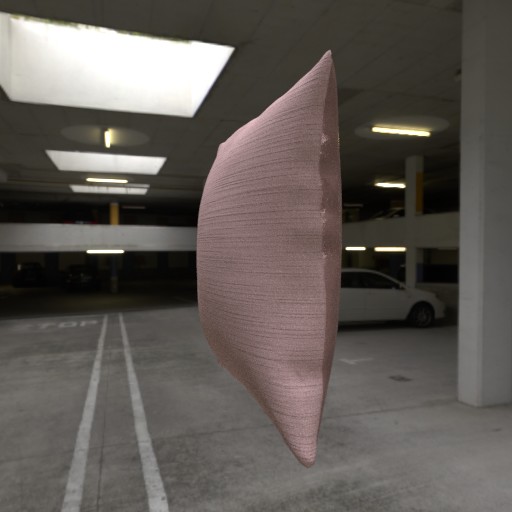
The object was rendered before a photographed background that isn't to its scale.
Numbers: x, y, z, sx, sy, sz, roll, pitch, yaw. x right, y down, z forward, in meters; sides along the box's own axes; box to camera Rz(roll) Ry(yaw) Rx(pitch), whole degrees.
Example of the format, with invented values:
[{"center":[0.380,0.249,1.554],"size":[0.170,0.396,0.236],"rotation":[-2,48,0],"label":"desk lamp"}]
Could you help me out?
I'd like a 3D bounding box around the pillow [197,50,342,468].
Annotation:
[{"center":[0.000,0.000,0.708],"size":[0.175,0.464,0.470],"rotation":[0,1,-18],"label":"pillow"}]
